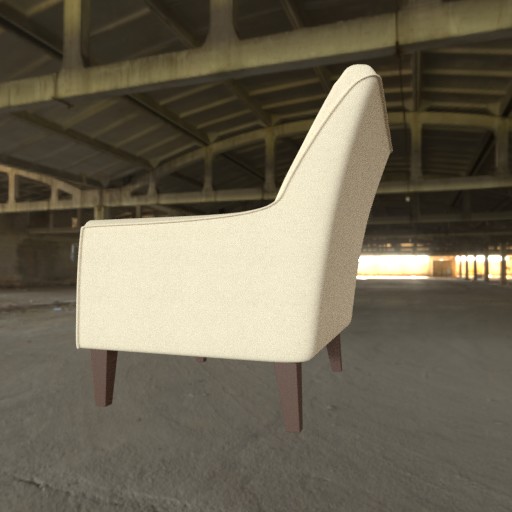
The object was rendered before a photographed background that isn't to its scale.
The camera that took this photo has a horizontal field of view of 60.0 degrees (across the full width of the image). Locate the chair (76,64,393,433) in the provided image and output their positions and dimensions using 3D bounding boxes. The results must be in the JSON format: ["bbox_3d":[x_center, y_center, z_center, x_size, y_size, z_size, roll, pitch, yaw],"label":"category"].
[{"bbox_3d":[0.000,0.000,1.558,0.899,0.919,0.780,-1,-2,19],"label":"chair"}]
